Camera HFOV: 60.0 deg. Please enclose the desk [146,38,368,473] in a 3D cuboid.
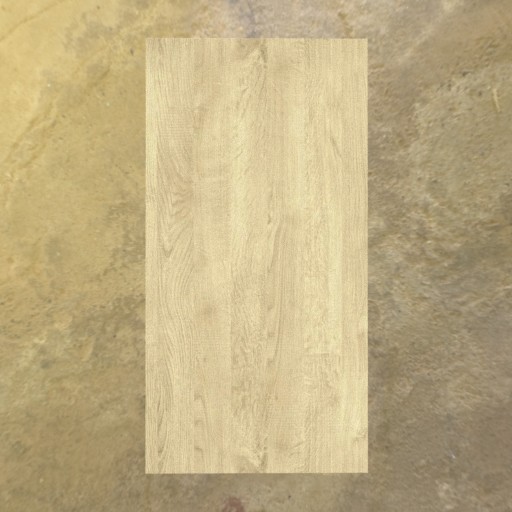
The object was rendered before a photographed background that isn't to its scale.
[{"bbox_3d":[0.000,0.000,1.485,0.560,0.735,1.097,0,90,0],"label":"desk"}]
